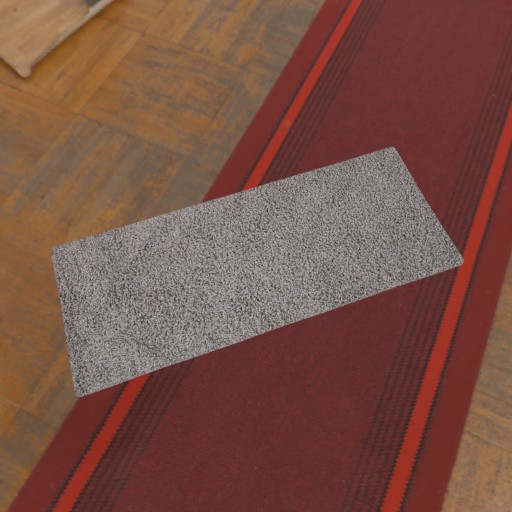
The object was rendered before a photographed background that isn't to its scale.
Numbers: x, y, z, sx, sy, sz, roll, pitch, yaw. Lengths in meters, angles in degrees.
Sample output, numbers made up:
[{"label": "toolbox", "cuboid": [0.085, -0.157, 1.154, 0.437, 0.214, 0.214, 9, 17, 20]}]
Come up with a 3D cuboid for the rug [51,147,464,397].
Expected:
[{"label": "rug", "cuboid": [0.000, 0.000, 1.755, 1.524, 0.030, 0.609, -18, 66, -8]}]
